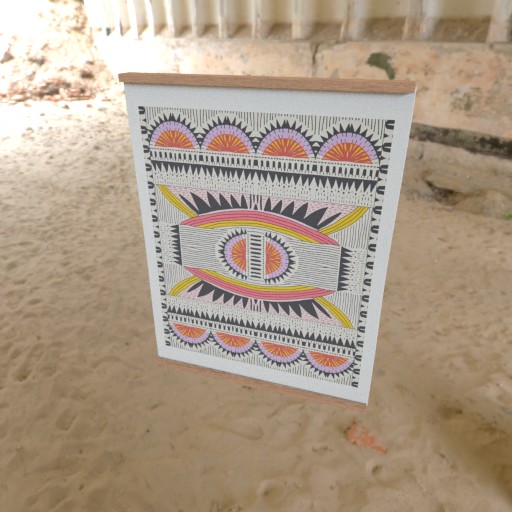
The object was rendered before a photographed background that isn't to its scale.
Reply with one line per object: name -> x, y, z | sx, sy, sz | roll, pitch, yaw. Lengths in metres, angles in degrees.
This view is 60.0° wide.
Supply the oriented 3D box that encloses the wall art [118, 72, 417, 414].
wall art -> 0.000, 0.000, 0.701 | 0.403, 0.527, 0.028 | 8, 28, 16
